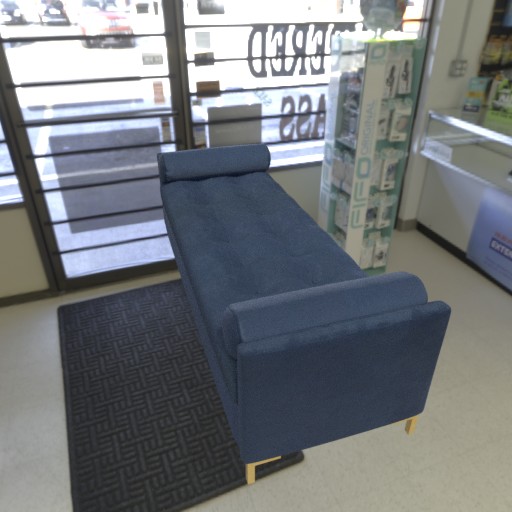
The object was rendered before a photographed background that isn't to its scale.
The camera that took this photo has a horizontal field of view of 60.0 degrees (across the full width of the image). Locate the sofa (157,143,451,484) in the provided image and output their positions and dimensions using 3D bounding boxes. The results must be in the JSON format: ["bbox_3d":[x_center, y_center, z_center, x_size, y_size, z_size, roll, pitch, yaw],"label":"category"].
[{"bbox_3d":[0.000,0.000,2.433,0.796,0.705,2.102,-9,32,-15],"label":"sofa"}]
